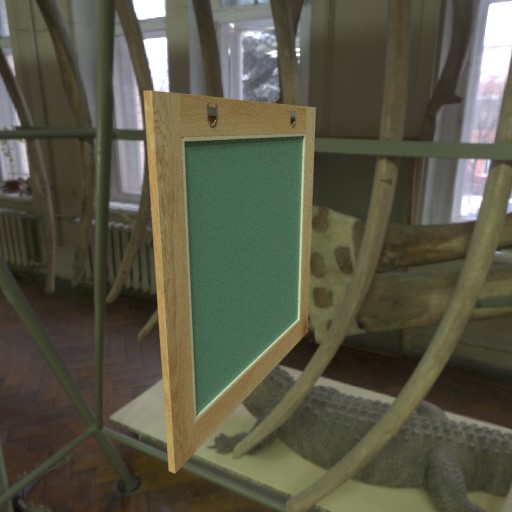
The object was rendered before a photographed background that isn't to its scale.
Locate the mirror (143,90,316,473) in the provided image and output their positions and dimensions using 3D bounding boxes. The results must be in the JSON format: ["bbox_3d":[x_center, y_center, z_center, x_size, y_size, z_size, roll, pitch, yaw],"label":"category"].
[{"bbox_3d":[0.000,0.000,1.216,0.020,0.800,0.800,8,18,27],"label":"mirror"}]
